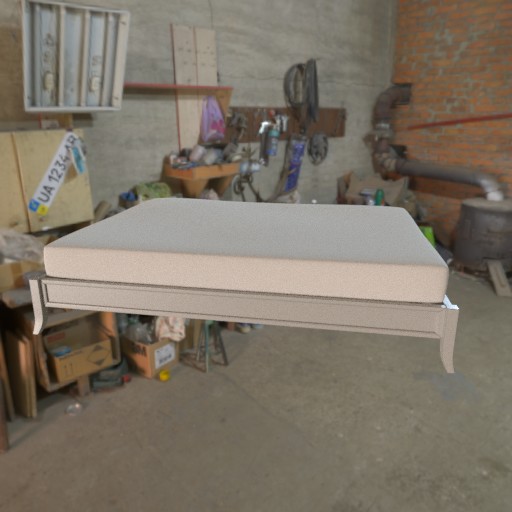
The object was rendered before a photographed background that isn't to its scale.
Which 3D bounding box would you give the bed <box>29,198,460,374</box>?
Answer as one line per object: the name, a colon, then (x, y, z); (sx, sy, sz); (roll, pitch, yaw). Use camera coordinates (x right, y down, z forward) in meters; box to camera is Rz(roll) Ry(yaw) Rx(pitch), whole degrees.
bed: (0.000, 0.000, 2.845); (2.108, 0.510, 1.604); (3, 17, 10)
